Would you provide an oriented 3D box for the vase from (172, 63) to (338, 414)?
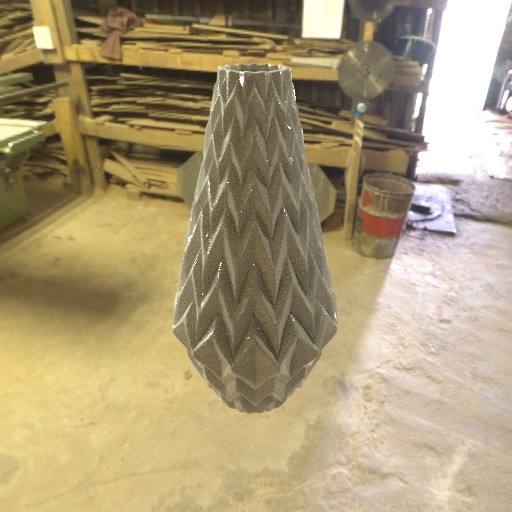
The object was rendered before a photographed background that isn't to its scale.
[{"bbox_3d":[0.000,0.000,0.415,0.167,0.328,0.167,0,30,0],"label":"vase"}]
